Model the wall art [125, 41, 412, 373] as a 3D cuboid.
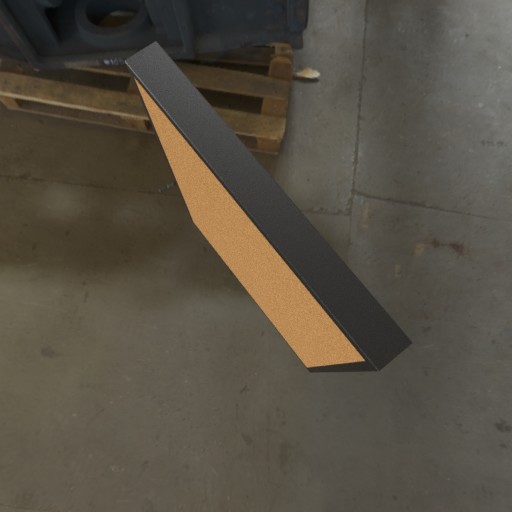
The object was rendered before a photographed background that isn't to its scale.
[{"bbox_3d":[0.000,0.000,0.494,0.030,0.369,0.294,-37,78,-9],"label":"wall art"}]
